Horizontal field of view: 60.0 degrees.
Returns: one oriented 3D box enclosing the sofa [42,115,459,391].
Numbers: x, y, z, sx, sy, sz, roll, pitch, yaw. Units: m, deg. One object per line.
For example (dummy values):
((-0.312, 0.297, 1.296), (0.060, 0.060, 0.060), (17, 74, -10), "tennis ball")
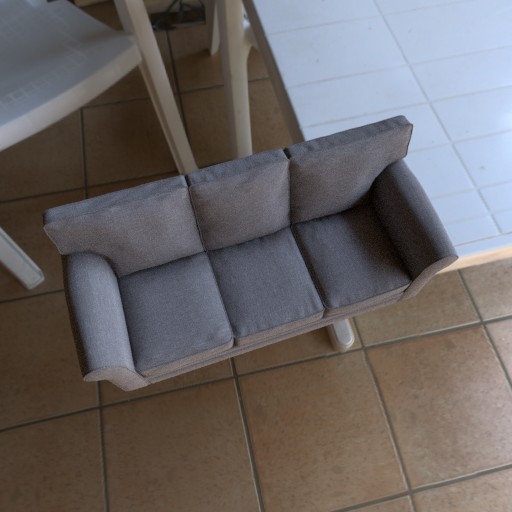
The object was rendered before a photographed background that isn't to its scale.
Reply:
((0.000, 0.000, 2.594), (2.084, 0.961, 0.916), (-17, 65, -8), "sofa")
